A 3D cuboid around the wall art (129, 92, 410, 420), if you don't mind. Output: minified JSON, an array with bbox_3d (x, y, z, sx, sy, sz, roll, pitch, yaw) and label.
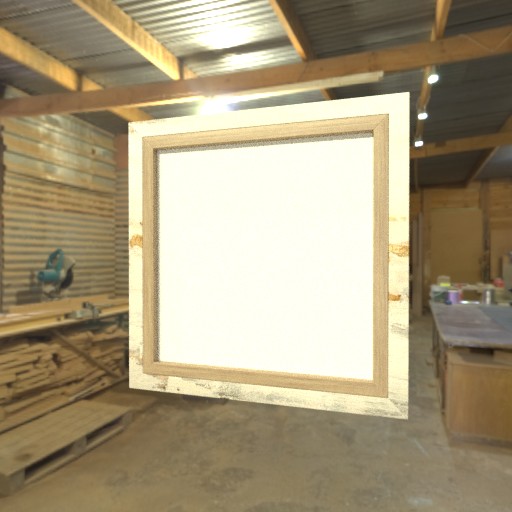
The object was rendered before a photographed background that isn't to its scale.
[{"bbox_3d":[0.000,0.000,1.555,1.015,1.018,0.040,0,1,19],"label":"wall art"}]
